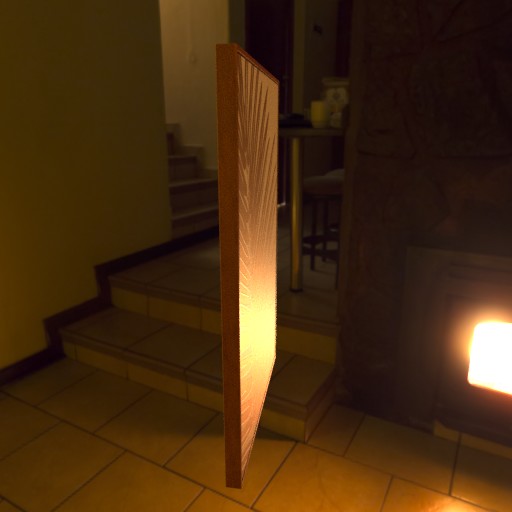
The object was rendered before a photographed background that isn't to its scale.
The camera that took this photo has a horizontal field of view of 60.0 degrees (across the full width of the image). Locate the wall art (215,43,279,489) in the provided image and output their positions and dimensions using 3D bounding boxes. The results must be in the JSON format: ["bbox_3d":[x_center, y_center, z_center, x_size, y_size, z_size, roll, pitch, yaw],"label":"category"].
[{"bbox_3d":[0.000,0.000,1.160,0.037,0.914,0.610,3,16,9],"label":"wall art"}]
